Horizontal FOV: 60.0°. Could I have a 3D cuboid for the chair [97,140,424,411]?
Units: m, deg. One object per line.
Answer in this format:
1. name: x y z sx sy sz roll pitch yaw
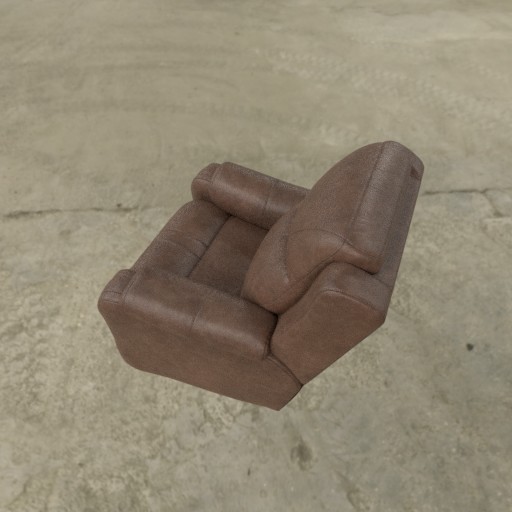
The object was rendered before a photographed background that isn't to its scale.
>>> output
1. chair: 0.000 0.000 1.821 1.067 0.990 0.940 17 50 15
